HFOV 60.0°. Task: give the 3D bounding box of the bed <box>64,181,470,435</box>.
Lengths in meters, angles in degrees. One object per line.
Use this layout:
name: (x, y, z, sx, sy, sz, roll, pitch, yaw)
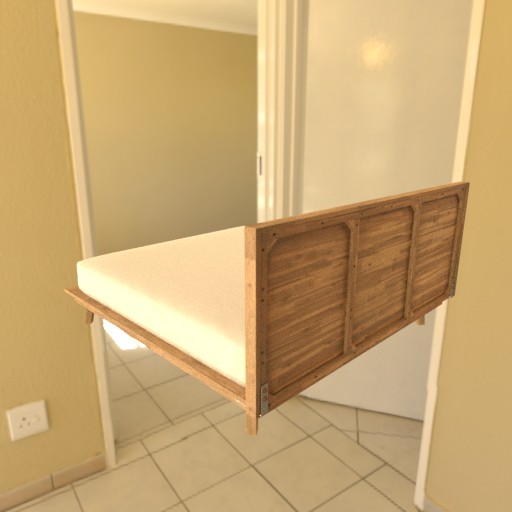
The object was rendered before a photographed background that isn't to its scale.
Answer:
bed: (0.000, 0.000, 3.304, 2.116, 1.100, 2.167, -15, 22, -42)
